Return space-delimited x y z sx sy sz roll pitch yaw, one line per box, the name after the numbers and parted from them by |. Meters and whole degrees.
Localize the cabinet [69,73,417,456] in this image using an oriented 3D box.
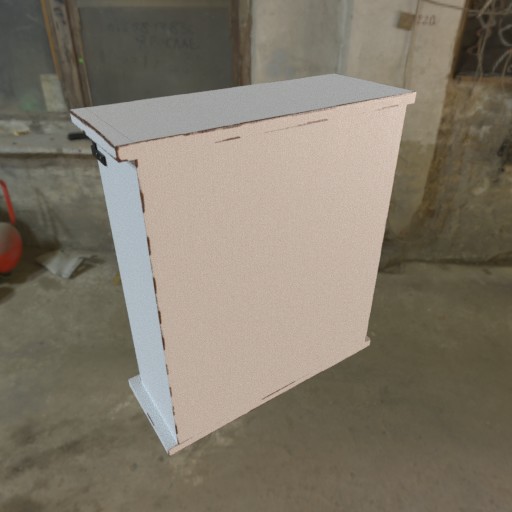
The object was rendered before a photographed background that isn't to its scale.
0.000 0.000 0.885 0.541 0.603 0.210 -20 37 -28 | cabinet
